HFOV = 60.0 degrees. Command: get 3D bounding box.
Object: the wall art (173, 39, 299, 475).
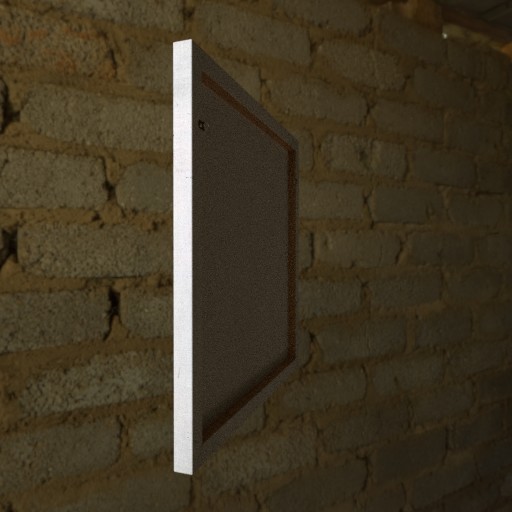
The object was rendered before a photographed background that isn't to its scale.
[{"bbox_3d":[0.000,0.000,1.137,0.041,0.762,0.762,0,1,20],"label":"wall art"}]
